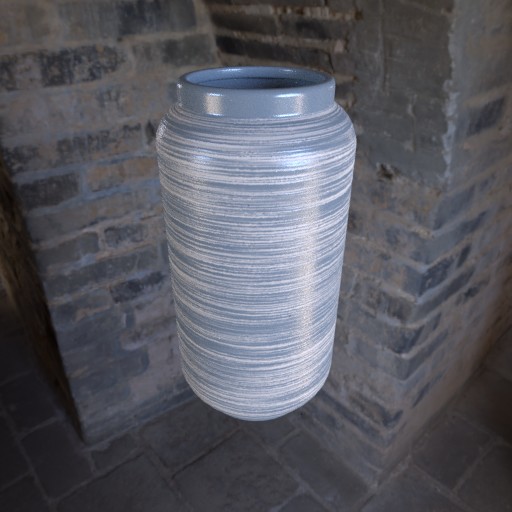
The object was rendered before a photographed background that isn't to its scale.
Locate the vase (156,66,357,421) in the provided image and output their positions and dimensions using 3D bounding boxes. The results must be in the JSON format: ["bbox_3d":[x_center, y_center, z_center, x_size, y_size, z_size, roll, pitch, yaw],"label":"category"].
[{"bbox_3d":[0.000,0.000,0.302,0.116,0.230,0.116,0,30,0],"label":"vase"}]
